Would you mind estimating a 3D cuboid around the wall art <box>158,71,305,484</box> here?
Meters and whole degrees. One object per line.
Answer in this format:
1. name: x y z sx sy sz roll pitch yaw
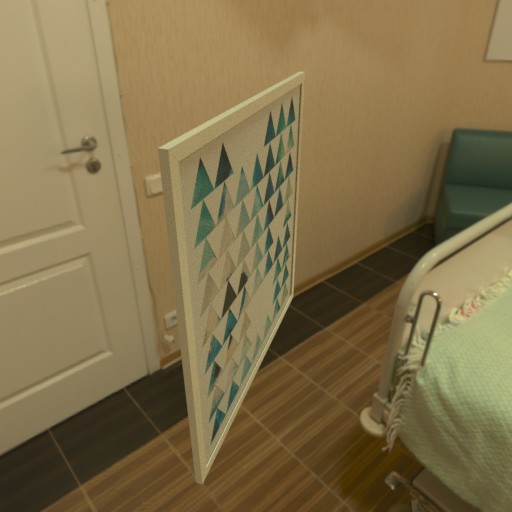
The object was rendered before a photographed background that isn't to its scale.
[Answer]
1. wall art: 0.000 0.000 0.812 0.012 0.557 0.557 10 32 17
